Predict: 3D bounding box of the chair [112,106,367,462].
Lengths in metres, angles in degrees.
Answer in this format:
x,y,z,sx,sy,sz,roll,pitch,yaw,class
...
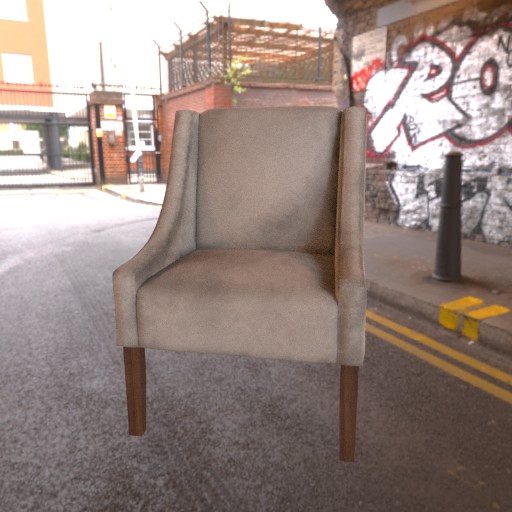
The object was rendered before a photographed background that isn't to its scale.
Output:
x,y,z,sx,sy,sz,roll,pitch,yaw,class
0.000,0.000,1.325,0.629,0.895,0.629,2,13,10,chair
